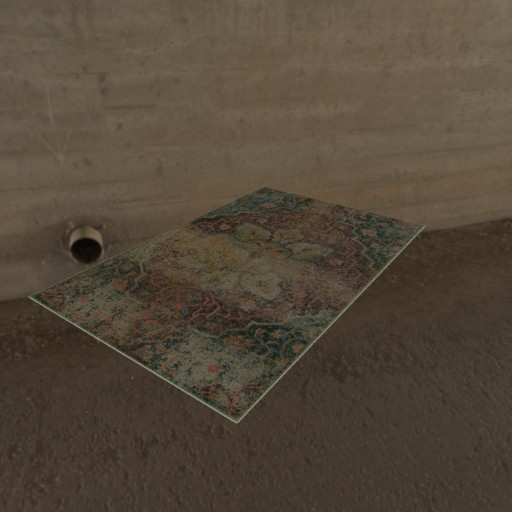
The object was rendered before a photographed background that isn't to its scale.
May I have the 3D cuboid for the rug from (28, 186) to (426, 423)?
[{"bbox_3d":[0.000,0.000,2.972,1.566,0.004,2.363,20,34,32],"label":"rug"}]
